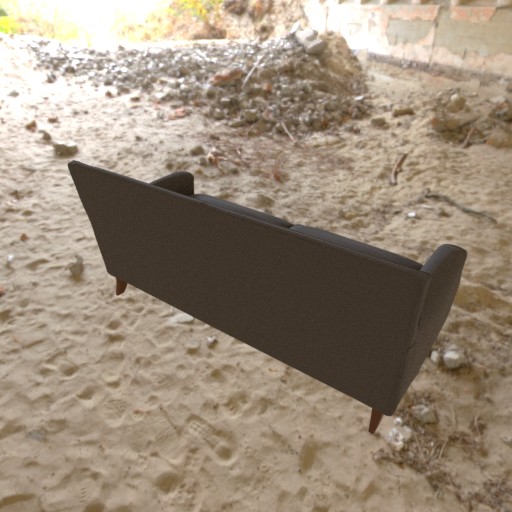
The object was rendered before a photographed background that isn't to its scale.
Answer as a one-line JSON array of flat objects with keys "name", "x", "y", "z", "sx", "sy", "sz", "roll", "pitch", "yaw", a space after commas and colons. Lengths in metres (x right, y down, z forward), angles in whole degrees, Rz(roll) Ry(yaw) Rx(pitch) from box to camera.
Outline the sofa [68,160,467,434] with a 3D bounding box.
[{"name": "sofa", "x": 0.000, "y": 0.000, "z": 2.434, "sx": 2.002, "sy": 0.907, "sz": 0.843, "roll": 20, "pitch": 36, "yaw": 31}]
